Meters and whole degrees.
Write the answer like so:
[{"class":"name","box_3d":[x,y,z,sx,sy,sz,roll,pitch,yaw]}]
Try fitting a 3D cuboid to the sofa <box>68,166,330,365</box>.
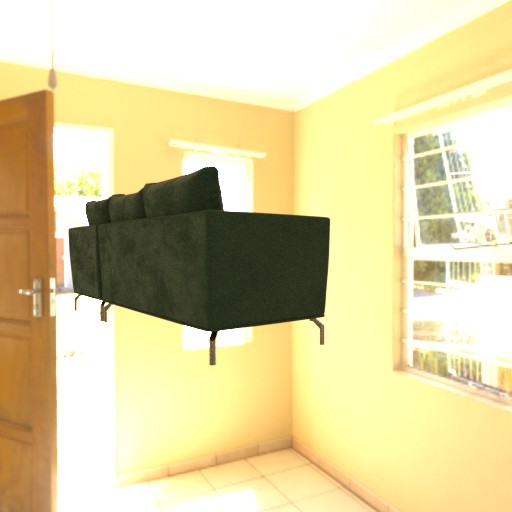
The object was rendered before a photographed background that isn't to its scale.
[{"class":"sofa","box_3d":[0.000,0.000,3.801,2.452,1.004,2.468,-1,1,-37]}]
